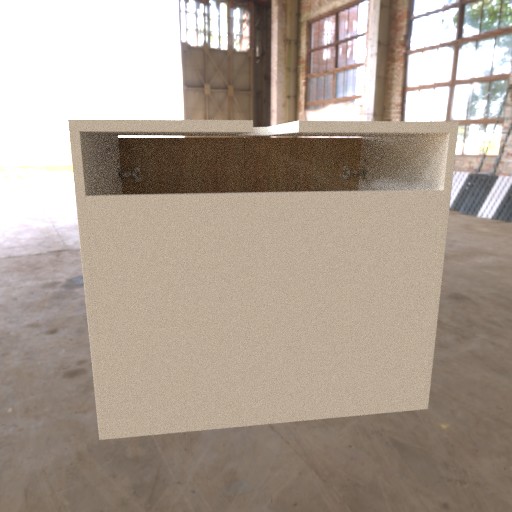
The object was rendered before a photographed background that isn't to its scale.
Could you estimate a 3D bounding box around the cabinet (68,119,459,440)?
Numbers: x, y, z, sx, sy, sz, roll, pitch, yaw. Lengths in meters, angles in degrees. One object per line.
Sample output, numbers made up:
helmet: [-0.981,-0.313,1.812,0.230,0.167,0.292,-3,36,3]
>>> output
cabinet: [0.000,0.000,0.924,0.600,0.522,0.400,-2,14,-8]
